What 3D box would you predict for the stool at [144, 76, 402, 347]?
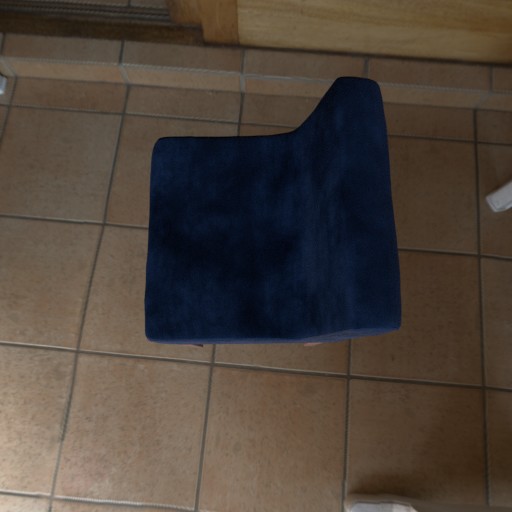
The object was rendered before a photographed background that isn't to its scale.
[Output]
[{"bbox_3d":[0.000,0.000,1.262,0.516,0.945,0.511,-1,76,0],"label":"stool"}]
